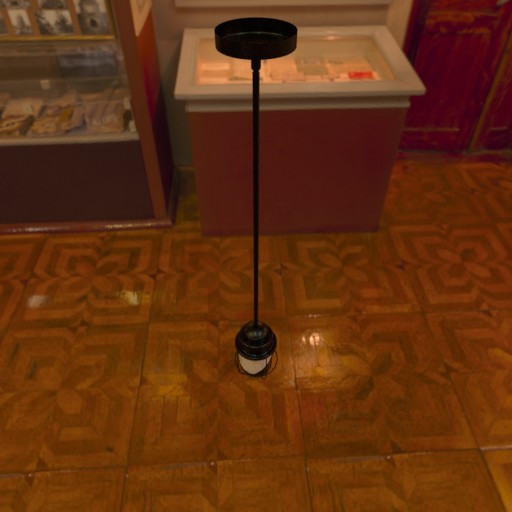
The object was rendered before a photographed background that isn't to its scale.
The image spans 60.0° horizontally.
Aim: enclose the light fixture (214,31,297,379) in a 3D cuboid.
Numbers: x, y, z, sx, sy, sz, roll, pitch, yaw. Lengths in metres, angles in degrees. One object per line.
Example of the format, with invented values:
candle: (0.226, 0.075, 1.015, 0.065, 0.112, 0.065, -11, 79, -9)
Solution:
light fixture: (0.000, 0.000, 0.971, 0.123, 0.920, 0.123, -1, 43, -1)
